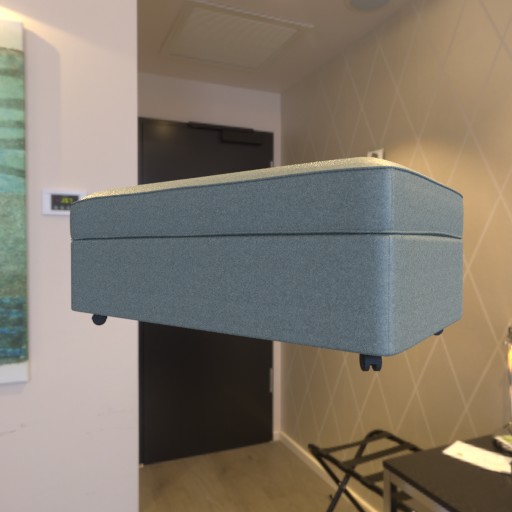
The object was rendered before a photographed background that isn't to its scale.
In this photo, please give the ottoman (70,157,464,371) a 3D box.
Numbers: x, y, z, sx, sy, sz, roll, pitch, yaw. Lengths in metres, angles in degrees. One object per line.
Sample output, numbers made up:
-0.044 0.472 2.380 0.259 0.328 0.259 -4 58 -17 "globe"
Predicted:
0.000 0.000 1.490 1.173 0.494 0.681 1 1 36 "ottoman"
